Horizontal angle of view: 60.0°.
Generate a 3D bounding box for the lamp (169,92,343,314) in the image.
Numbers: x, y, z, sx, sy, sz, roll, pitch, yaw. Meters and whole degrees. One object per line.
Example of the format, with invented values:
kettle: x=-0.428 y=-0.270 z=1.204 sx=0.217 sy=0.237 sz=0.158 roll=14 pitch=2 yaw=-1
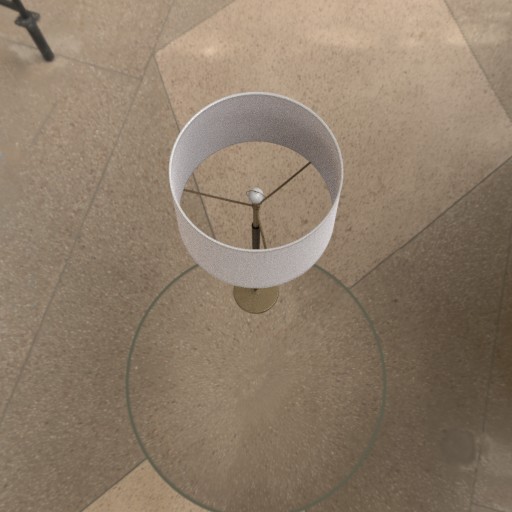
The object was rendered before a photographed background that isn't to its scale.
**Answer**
lamp: x=0.000 y=0.000 z=1.635 sx=0.420 sy=1.447 sz=0.420 roll=0 pitch=75 yaw=0
